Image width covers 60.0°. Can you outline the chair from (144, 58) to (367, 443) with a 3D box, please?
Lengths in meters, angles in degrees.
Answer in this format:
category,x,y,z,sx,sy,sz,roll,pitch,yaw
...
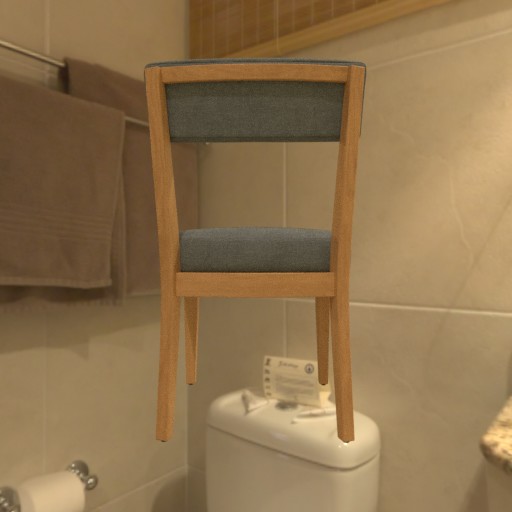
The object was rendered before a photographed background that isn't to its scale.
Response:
category,x,y,z,sx,sy,sz,roll,pitch,yaw
chair,0.000,0.000,1.175,0.508,0.832,0.572,0,0,1
